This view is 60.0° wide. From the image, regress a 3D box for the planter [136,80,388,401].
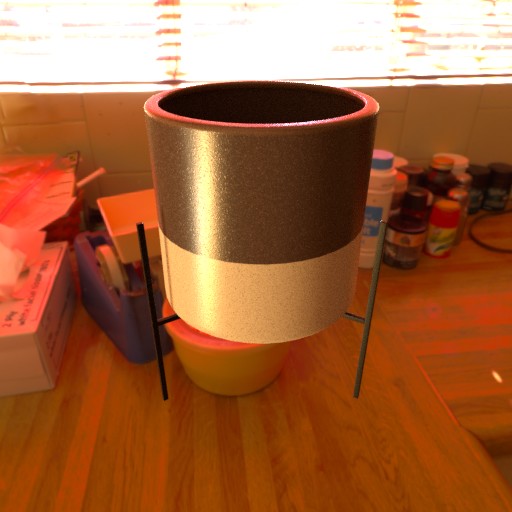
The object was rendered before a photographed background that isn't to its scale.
[{"bbox_3d":[0.000,0.000,0.525,0.260,0.353,0.250,-21,37,-32],"label":"planter"}]
